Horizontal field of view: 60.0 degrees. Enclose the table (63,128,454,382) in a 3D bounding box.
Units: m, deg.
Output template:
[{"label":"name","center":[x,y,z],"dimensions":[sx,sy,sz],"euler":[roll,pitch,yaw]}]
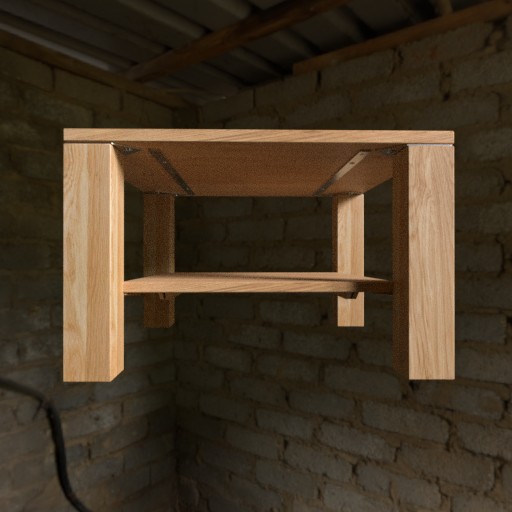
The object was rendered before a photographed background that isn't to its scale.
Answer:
[{"label":"table","center":[0.000,0.000,1.141],"dimensions":[0.700,0.450,0.700],"euler":[0,0,-1]}]
